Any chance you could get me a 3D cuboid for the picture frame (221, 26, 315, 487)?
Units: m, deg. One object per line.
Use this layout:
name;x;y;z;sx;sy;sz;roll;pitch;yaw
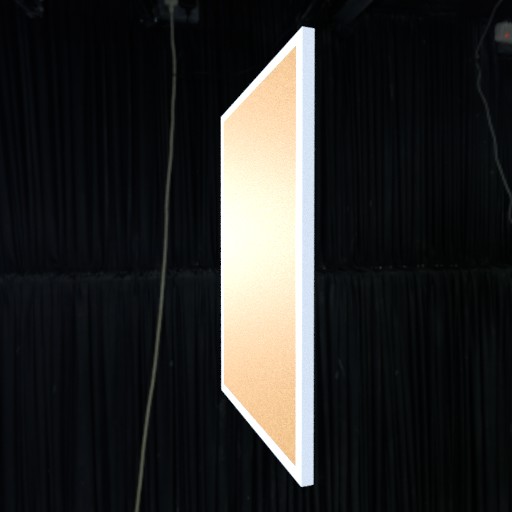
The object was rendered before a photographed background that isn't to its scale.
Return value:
picture frame;0.000;0.000;0.564;0.013;0.434;0.305;0;1;-19
